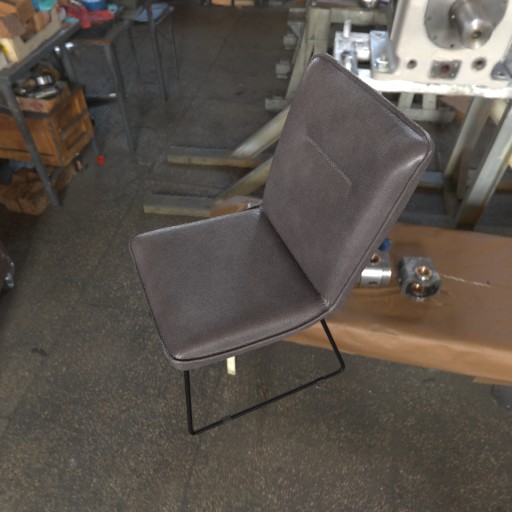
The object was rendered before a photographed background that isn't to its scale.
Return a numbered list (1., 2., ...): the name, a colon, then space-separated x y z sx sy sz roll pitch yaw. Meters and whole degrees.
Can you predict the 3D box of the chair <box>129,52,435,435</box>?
1. chair: 0.000 0.000 1.335 0.688 0.932 0.515 -18 50 -16
